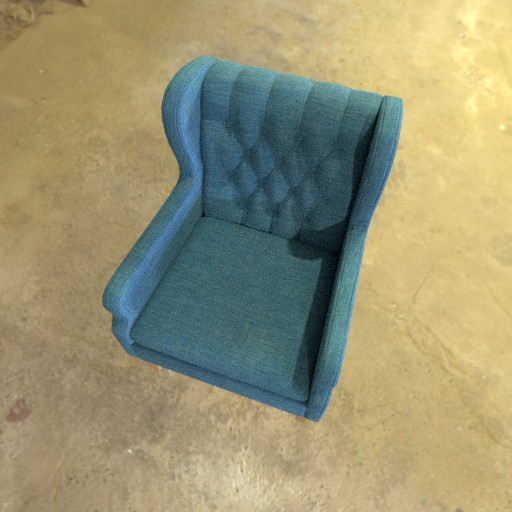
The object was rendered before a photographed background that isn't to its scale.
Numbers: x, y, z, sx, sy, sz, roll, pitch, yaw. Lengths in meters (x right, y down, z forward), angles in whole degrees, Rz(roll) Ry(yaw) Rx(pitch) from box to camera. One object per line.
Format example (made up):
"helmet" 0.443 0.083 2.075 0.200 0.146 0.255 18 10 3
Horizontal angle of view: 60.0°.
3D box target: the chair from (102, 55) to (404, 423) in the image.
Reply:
"chair" 0.000 0.000 1.487 0.711 0.952 0.775 17 59 10
